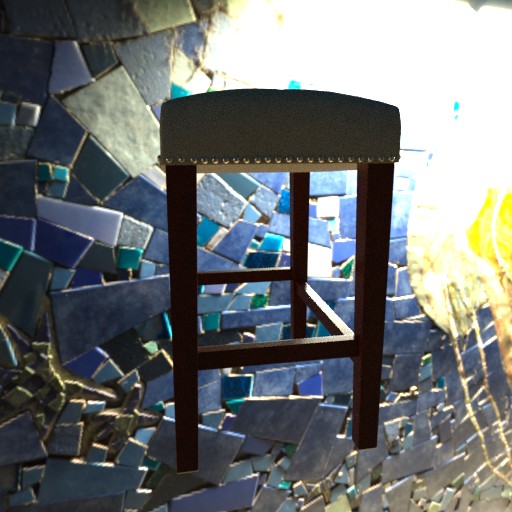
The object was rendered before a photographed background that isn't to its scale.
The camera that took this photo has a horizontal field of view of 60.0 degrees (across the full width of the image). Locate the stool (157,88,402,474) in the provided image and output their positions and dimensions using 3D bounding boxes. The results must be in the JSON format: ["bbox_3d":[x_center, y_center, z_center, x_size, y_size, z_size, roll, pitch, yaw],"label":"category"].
[{"bbox_3d":[0.000,0.000,0.950,0.375,0.632,0.509,-3,15,-10],"label":"stool"}]
